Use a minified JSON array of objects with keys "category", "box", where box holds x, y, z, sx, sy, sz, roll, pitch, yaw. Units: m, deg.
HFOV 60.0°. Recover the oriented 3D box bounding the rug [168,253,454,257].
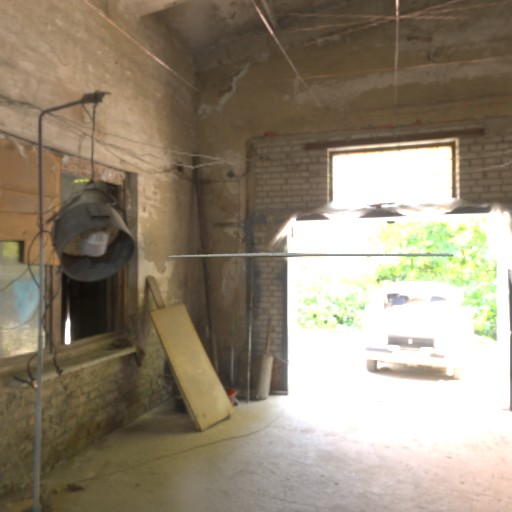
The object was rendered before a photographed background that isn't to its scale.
[{"category":"rug","box":[0.000,0.000,2.422,0.662,0.011,2.196,0,0,-19]}]
